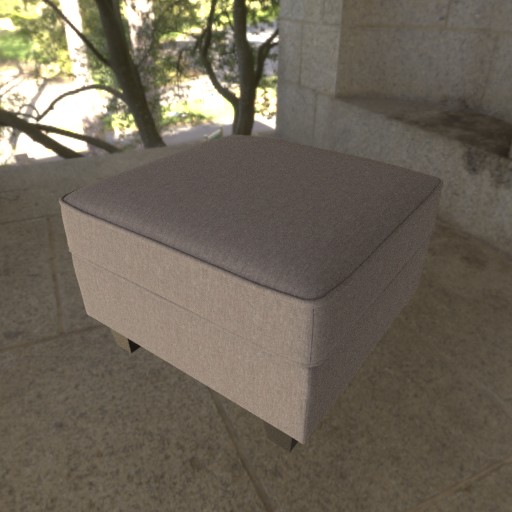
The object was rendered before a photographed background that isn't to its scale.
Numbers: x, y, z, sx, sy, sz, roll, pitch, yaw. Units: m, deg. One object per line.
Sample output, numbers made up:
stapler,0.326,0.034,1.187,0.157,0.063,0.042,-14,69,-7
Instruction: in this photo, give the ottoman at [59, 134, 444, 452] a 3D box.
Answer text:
ottoman,0.000,0.000,1.389,0.871,0.612,0.808,21,37,30
